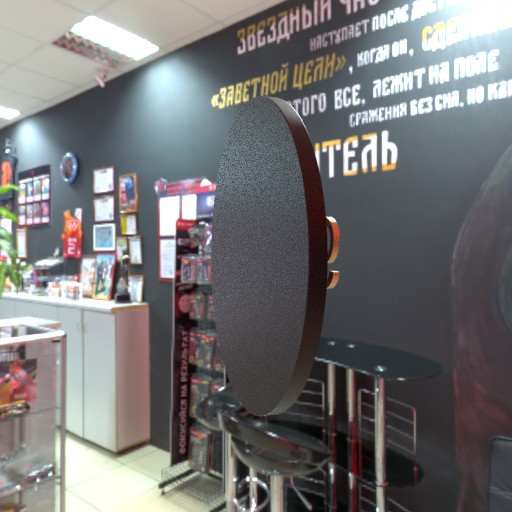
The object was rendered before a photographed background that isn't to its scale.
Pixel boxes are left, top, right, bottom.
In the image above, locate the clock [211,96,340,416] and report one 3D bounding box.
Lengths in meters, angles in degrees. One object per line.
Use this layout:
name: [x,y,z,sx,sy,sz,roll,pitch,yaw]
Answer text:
clock: [0.000,0.000,0.670,0.038,0.454,0.454,0,0,-18]
